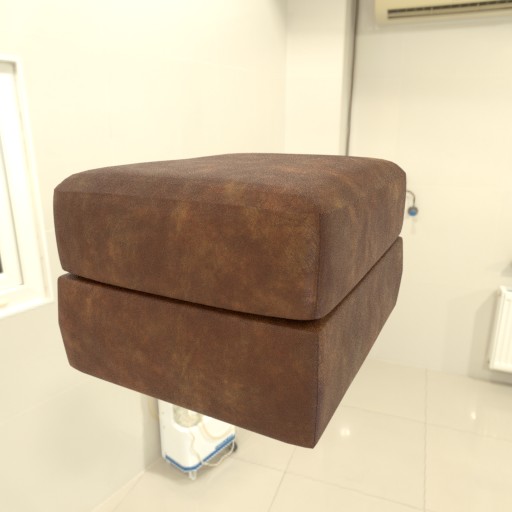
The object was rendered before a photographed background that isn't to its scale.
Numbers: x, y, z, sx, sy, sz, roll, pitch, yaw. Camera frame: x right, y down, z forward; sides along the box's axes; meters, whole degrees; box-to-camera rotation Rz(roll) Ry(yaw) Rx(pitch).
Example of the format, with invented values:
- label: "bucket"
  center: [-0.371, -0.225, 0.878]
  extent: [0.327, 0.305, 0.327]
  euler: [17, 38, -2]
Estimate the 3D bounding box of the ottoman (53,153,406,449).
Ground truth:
- label: "ottoman"
  center: [0.000, 0.000, 1.105]
  extent: [0.603, 0.476, 0.751]
  euler: [8, 18, 26]
